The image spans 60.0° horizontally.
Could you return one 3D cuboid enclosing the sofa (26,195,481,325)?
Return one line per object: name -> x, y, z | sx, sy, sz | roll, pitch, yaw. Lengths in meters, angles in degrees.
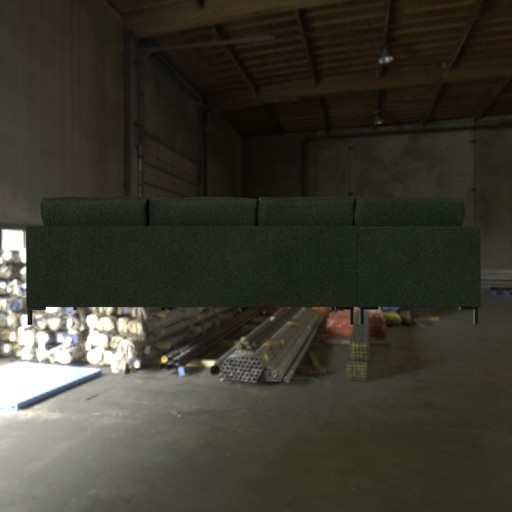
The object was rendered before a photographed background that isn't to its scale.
sofa -> 0.000, 0.000, 4.277 | 3.384, 0.996, 2.048 | 0, 1, 0
